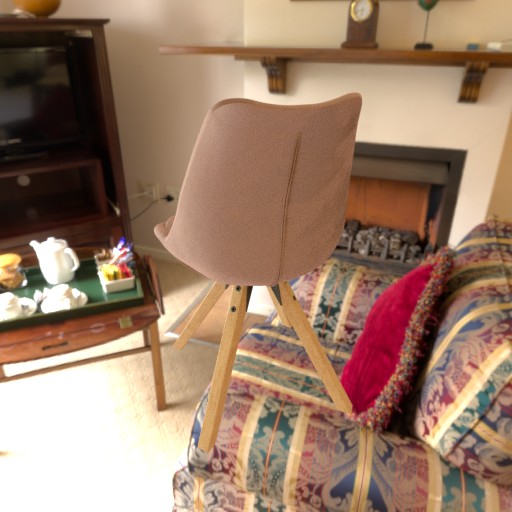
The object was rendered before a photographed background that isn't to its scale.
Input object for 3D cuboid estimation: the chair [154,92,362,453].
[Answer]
[{"bbox_3d":[0.000,0.000,1.152,0.485,0.850,0.550,-9,28,-16],"label":"chair"}]
